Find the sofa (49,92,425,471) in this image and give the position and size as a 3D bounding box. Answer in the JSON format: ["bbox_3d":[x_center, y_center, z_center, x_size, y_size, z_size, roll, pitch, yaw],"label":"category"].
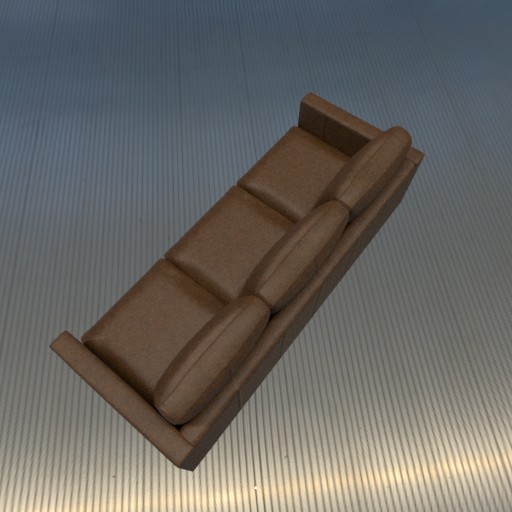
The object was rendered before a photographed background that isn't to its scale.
[{"bbox_3d":[0.000,0.000,2.647,0.903,0.930,2.231,35,68,17],"label":"sofa"}]
